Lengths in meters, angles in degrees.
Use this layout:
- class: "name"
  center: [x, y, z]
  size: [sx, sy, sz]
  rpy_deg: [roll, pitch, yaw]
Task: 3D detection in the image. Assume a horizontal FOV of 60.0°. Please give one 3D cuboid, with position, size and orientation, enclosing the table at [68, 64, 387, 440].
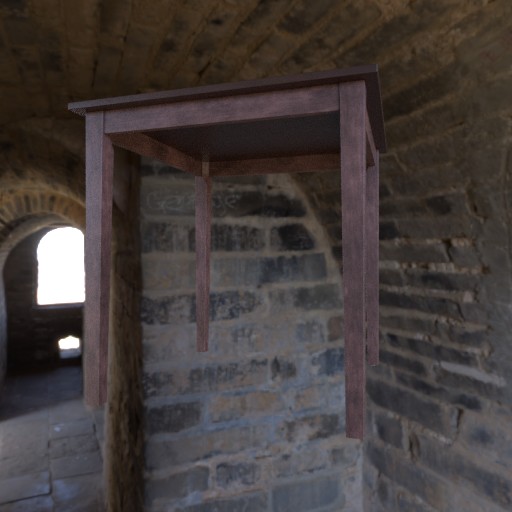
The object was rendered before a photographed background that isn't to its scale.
- class: "table"
  center: [0.000, 0.000, 1.354]
  size: [0.749, 0.770, 0.749]
  rpy_deg: [0, 0, 18]
